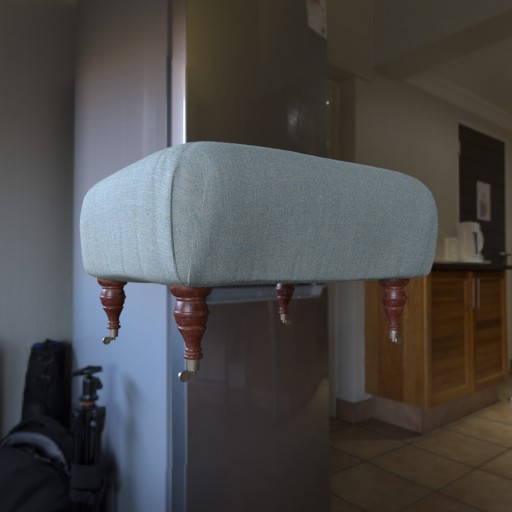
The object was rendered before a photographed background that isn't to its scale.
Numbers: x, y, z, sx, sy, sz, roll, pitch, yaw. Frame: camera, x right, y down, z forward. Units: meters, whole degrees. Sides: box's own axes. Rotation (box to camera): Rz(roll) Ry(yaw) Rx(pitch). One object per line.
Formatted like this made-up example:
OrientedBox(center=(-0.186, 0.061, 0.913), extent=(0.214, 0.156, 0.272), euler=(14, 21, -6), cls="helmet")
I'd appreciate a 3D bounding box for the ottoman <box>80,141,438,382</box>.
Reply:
OrientedBox(center=(0.000, 0.000, 1.127), extent=(0.747, 0.450, 0.622), euler=(1, -1, -36), cls="ottoman")
